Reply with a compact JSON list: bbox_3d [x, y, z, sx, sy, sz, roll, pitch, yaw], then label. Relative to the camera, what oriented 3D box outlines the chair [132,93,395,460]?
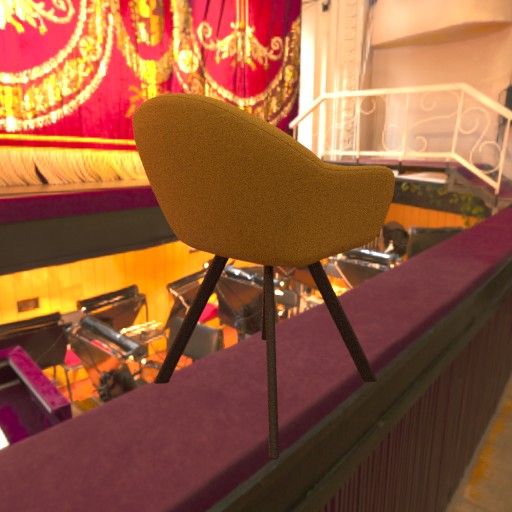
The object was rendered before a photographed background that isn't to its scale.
[{"bbox_3d":[0.000,0.000,1.173,0.545,0.775,0.565,14,20,43],"label":"chair"}]
